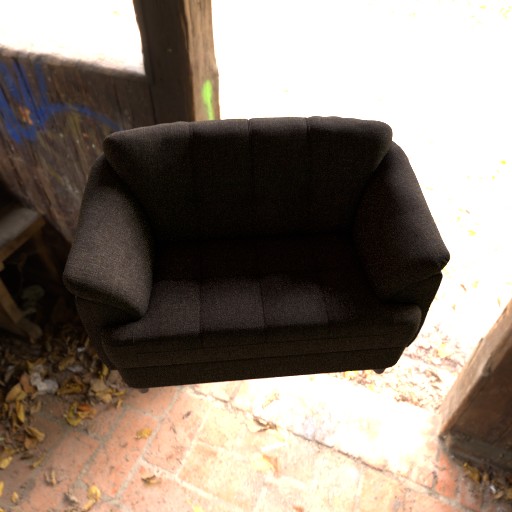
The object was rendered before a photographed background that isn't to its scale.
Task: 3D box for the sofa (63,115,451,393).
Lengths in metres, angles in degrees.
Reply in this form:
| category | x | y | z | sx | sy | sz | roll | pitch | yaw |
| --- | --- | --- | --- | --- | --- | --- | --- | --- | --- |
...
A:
| category | x | y | z | sx | sy | sz | roll | pitch | yaw |
| --- | --- | --- | --- | --- | --- | --- | --- | --- | --- |
| sofa | 0.000 | 0.000 | 1.907 | 1.404 | 0.895 | 0.799 | -4 | 45 | -4 |
